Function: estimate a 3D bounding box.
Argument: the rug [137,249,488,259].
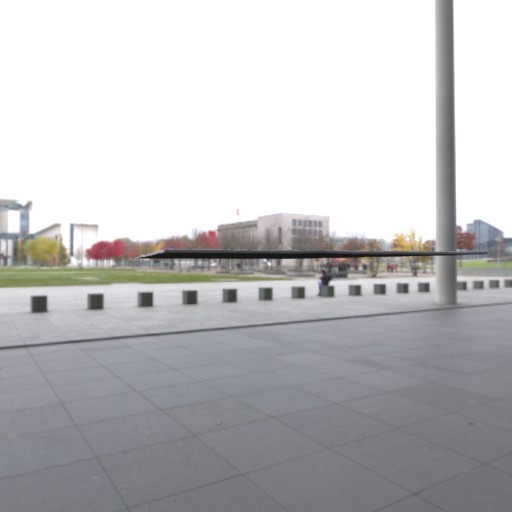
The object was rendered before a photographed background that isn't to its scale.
[{"bbox_3d":[0.000,0.000,1.048,0.515,0.007,0.867,0,-1,-17],"label":"rug"}]
